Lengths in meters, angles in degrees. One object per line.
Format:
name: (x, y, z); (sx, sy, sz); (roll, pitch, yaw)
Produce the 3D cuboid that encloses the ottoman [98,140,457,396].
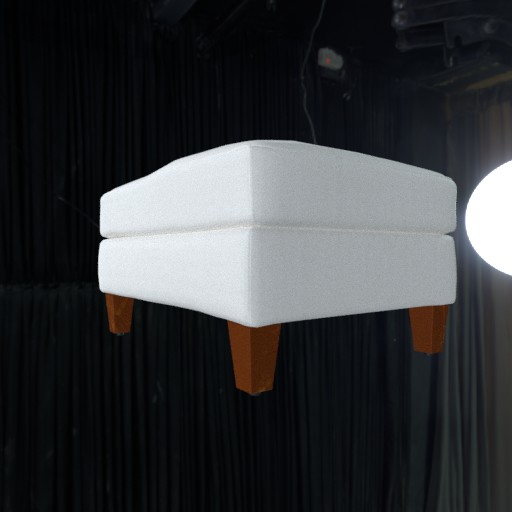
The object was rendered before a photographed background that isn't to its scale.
ottoman: (0.000, 0.000, 1.202); (0.634, 0.479, 0.818); (0, 0, -36)
